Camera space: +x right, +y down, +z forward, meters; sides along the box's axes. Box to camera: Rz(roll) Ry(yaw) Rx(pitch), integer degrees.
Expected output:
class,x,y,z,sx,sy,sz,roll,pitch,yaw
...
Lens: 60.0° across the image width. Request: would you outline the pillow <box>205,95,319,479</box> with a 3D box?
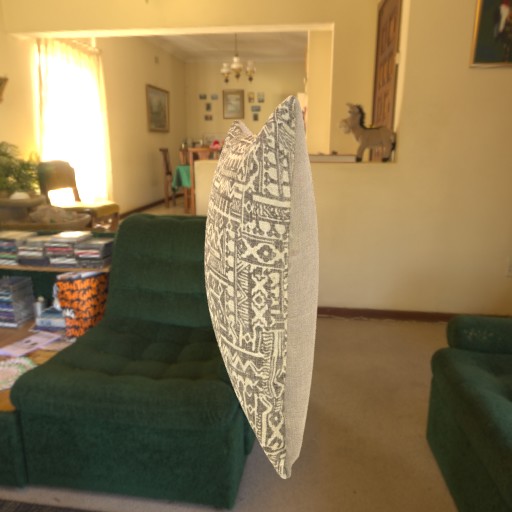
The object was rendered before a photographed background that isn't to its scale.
class,x,y,z,sx,sy,sz,roll,pitch,yaw
pillow,0.000,0.000,0.781,0.180,0.487,0.546,-2,15,-9
